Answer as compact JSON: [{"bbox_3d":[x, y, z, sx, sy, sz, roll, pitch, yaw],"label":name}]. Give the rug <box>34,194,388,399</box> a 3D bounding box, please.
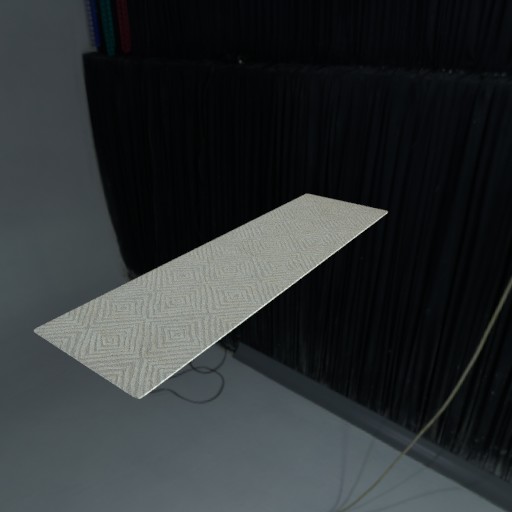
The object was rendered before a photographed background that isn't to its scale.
[{"bbox_3d":[0.000,0.000,2.524,0.676,0.008,2.277,18,31,32],"label":"rug"}]
